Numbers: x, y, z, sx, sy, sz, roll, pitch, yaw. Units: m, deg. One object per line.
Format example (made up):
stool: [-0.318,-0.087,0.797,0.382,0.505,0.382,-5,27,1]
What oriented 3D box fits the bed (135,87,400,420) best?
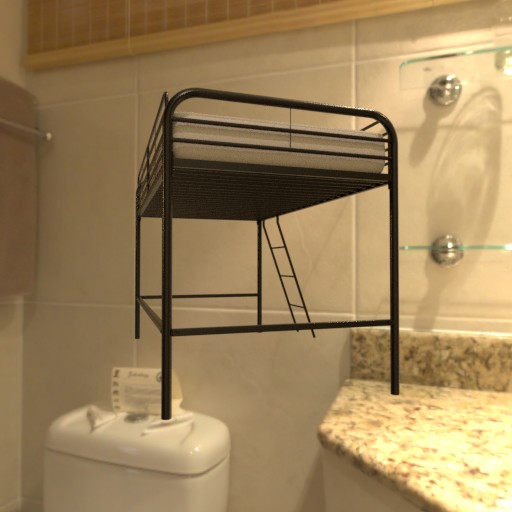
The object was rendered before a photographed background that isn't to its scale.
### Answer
bed: [0.000,0.000,2.831,1.393,1.289,1.968,0,-1,-18]
